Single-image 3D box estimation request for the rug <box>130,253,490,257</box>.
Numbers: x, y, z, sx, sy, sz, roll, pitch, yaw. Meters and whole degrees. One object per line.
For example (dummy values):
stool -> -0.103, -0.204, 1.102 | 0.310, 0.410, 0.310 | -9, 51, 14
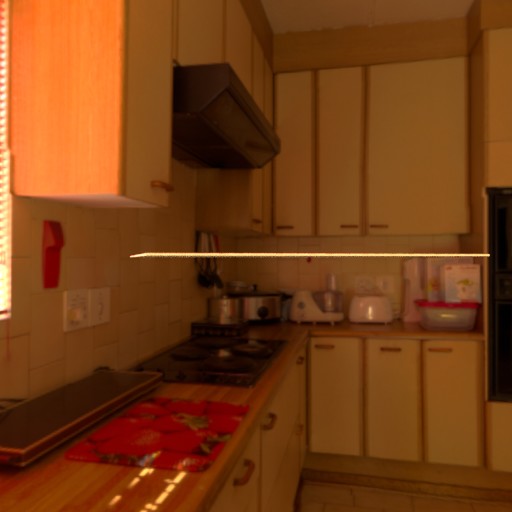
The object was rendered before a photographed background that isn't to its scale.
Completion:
rug -> 0.000, 0.000, 2.307 | 1.220, 0.007, 1.828 | 0, 0, -17
